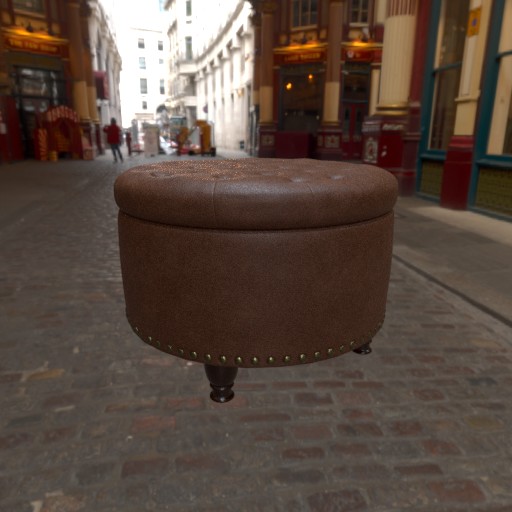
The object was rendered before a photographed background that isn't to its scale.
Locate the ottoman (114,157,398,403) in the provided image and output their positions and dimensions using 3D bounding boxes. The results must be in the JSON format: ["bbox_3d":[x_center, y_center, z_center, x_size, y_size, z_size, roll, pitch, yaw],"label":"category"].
[{"bbox_3d":[0.000,0.000,1.086,0.637,0.442,0.637,0,16,0],"label":"ottoman"}]
